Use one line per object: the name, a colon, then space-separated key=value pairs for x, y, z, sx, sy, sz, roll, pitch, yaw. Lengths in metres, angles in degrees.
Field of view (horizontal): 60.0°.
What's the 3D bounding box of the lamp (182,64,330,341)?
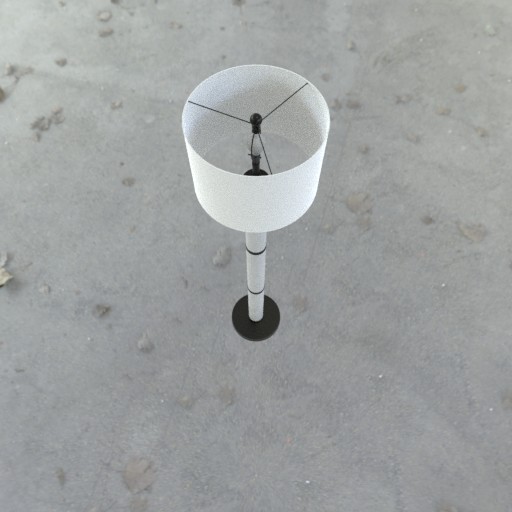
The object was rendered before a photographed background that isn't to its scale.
lamp: x=0.000 y=0.000 z=1.831 sx=0.377 sy=1.599 sz=0.377 roll=16 pitch=65 yaw=8
